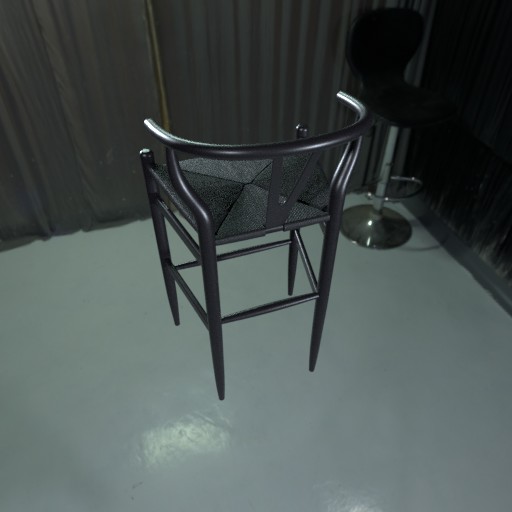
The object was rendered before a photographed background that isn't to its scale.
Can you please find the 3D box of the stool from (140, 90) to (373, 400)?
[{"bbox_3d":[0.000,0.000,1.427,0.569,1.072,0.579,-13,43,-15],"label":"stool"}]
